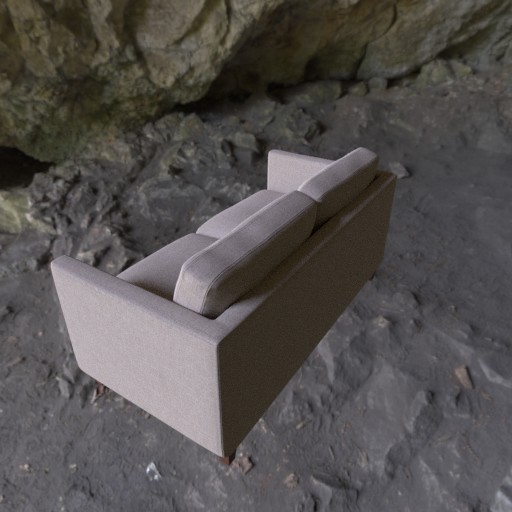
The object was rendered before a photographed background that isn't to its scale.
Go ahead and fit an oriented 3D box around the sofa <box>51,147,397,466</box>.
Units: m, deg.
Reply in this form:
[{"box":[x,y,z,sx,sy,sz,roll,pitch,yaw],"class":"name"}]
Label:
[{"box":[0.000,0.000,2.485,0.951,0.947,1.884,19,36,28],"class":"sofa"}]
